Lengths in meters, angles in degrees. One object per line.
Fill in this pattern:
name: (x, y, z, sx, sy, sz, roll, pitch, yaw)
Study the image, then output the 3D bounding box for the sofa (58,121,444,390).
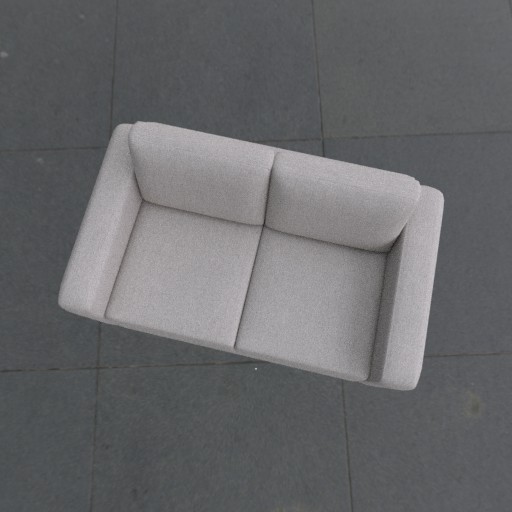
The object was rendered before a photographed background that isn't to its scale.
sofa: (0.000, 0.000, 2.073, 1.540, 0.800, 0.900, 13, 76, 3)
